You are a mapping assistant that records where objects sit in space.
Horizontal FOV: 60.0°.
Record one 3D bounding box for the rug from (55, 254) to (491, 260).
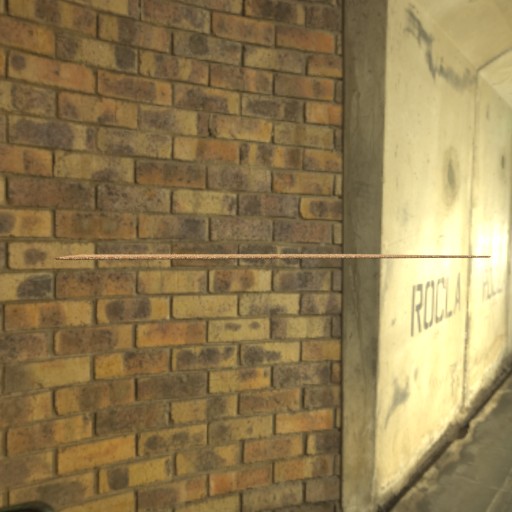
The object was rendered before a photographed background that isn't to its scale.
[{"bbox_3d":[0.000,0.000,2.749,2.141,0.013,1.566,0,1,-18],"label":"rug"}]
